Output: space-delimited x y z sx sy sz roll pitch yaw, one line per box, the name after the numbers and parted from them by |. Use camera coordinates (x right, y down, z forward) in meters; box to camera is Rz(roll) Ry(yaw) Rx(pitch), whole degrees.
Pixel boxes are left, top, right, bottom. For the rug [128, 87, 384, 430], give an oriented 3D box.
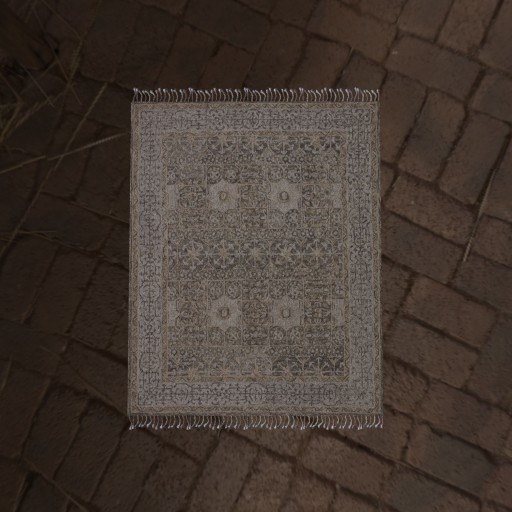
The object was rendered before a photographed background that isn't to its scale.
0.000 0.000 4.265 2.431 0.017 3.291 0 88 0 | rug
